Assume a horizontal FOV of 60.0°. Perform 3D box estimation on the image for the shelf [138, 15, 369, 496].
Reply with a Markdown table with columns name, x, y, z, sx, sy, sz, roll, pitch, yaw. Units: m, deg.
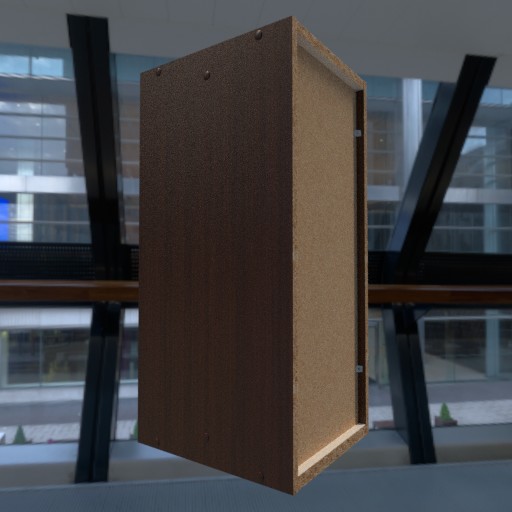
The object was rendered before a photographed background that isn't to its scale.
| name | x | y | z | sx | sy | sz | roll | pitch | yaw |
| --- | --- | --- | --- | --- | --- | --- | --- | --- | --- |
| shelf | 0.000 | 0.000 | 0.739 | 0.290 | 0.600 | 0.253 | -1 | -2 | 35 |
